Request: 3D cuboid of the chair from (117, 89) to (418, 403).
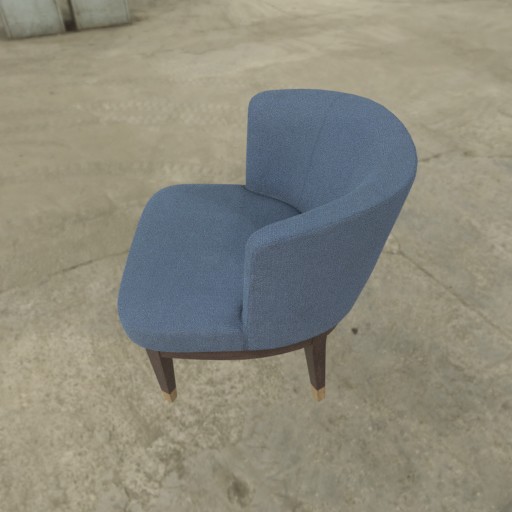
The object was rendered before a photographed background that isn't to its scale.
[{"bbox_3d":[0.000,0.000,1.256,0.702,0.760,0.661,0,43,0],"label":"chair"}]
